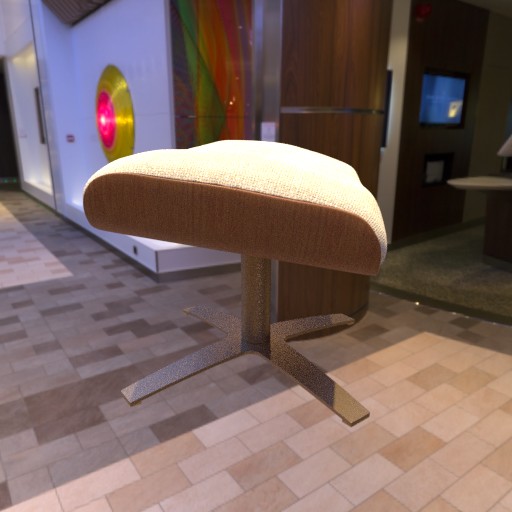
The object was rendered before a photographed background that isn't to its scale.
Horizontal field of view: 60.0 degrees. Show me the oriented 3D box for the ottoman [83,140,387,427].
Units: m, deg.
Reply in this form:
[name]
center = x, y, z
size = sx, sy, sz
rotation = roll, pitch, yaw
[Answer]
[ottoman]
center = 0.000, 0.000, 0.797
size = 0.394, 0.391, 0.520
rotation = 2, 16, 8
